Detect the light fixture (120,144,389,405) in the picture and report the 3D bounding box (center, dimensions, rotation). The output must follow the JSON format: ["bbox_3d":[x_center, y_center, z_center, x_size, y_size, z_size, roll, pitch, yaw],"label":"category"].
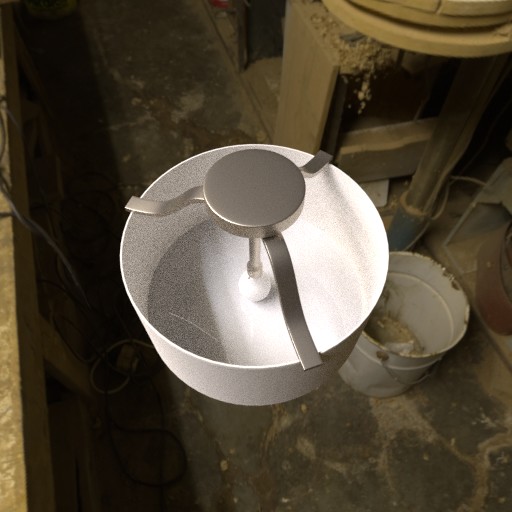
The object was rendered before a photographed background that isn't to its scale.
[{"bbox_3d":[0.000,0.000,0.665,0.395,0.304,0.395,0,58,0],"label":"light fixture"}]
